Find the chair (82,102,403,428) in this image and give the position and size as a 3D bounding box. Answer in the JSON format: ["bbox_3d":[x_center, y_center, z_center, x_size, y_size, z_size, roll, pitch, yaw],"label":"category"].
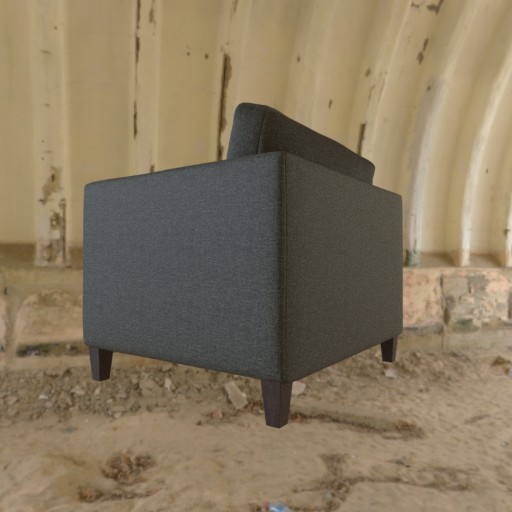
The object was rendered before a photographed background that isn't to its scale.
[{"bbox_3d":[0.000,0.000,1.893,0.959,0.963,1.107,0,0,35],"label":"chair"}]
